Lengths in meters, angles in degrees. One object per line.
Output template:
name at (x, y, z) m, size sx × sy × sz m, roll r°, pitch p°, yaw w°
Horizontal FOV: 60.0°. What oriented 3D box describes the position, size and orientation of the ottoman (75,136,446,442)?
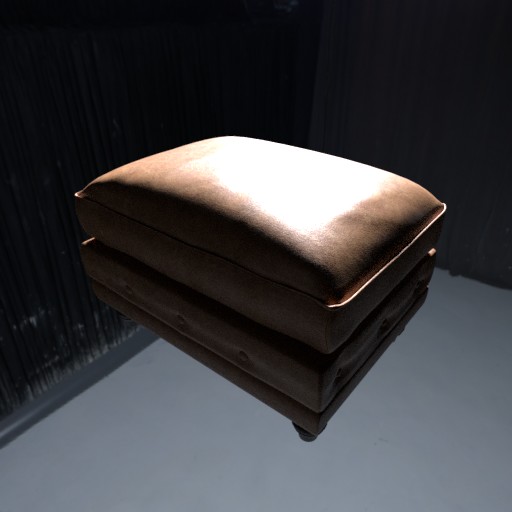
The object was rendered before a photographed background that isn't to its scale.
ottoman at (0.000, 0.000, 1.085) m, size 0.710 × 0.480 × 0.533 m, roll 22°, pitch 37°, yaw 33°
